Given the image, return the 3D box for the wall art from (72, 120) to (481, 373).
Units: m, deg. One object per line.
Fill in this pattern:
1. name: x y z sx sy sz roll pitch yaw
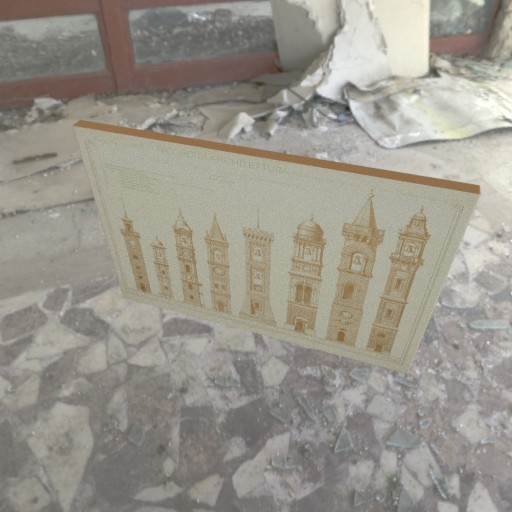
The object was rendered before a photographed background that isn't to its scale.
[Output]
1. wall art: 0.000 0.000 1.169 0.915 0.608 0.033 13 44 14
